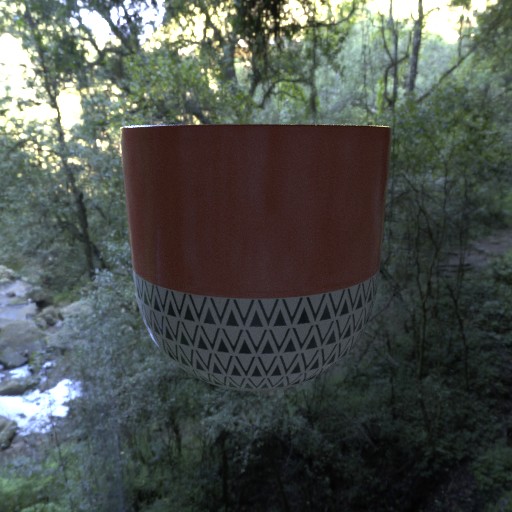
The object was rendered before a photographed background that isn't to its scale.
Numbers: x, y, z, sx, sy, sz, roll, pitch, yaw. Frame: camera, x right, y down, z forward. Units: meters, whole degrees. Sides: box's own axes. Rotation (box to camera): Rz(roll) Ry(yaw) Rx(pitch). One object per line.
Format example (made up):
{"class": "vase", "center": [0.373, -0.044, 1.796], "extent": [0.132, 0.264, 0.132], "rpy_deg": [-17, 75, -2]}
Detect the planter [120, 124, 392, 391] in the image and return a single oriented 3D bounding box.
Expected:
{"class": "planter", "center": [0.000, 0.000, 0.485], "extent": [0.266, 0.270, 0.266], "rpy_deg": [0, 15, 0]}
